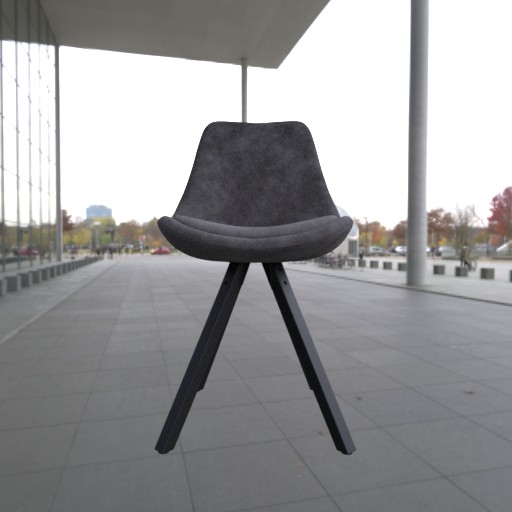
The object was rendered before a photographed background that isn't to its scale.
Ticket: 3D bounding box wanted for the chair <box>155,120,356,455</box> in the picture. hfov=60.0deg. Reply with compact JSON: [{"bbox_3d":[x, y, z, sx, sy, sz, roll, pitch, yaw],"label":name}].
[{"bbox_3d":[0.000,0.000,1.172,0.485,0.850,0.550,0,1,1],"label":"chair"}]
